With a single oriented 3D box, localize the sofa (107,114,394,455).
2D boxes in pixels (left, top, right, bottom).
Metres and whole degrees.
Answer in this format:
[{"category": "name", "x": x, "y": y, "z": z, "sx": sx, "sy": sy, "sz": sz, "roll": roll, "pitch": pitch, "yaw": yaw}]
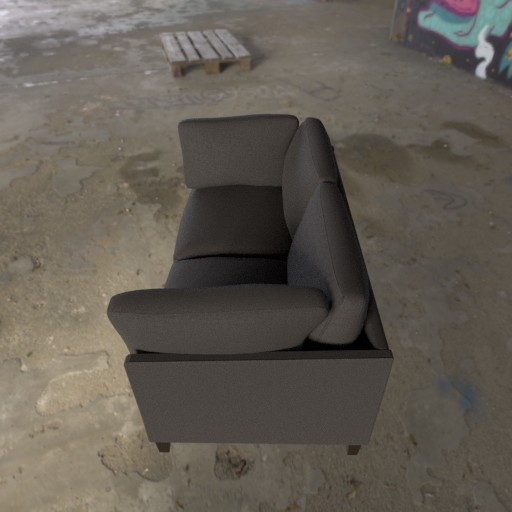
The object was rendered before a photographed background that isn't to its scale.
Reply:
[{"category": "sofa", "x": 0.000, "y": 0.000, "z": 2.315, "sx": 0.969, "sy": 0.920, "sz": 1.751, "roll": 1, "pitch": 39, "yaw": 1}]
